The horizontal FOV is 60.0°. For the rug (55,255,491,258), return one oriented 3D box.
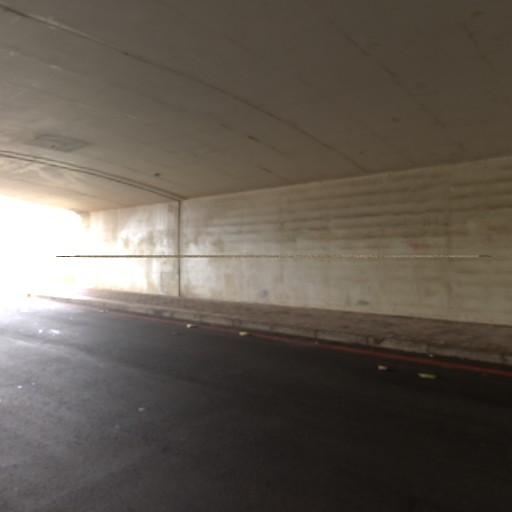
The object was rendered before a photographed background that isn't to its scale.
[{"bbox_3d":[0.000,0.000,2.248,1.726,0.009,1.278,0,0,-18],"label":"rug"}]
